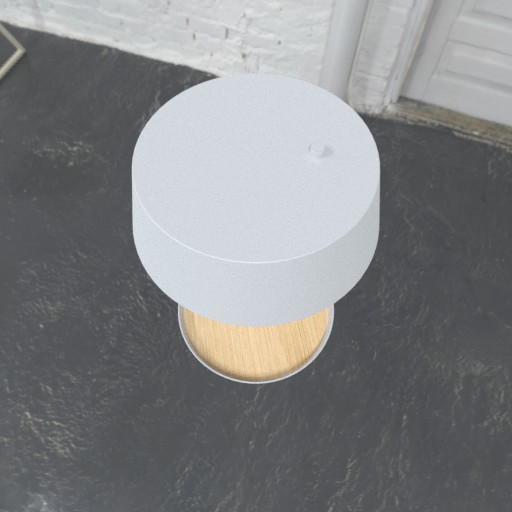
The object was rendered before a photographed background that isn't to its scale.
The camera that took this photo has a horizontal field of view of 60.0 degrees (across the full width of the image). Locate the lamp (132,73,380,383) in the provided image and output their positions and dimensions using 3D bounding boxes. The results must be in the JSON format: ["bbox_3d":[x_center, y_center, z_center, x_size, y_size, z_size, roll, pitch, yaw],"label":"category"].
[{"bbox_3d":[0.000,0.000,0.623,0.291,0.429,0.291,0,60,0],"label":"lamp"}]
